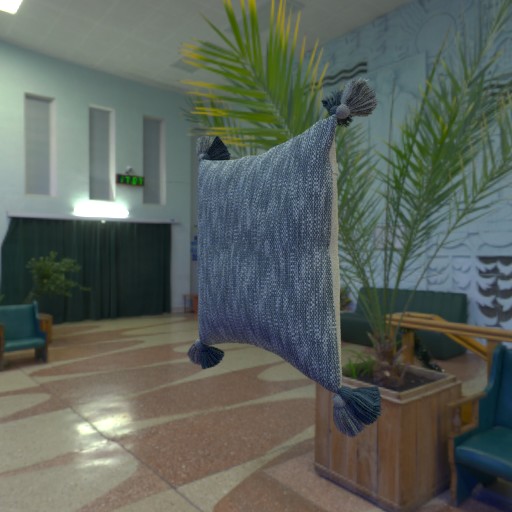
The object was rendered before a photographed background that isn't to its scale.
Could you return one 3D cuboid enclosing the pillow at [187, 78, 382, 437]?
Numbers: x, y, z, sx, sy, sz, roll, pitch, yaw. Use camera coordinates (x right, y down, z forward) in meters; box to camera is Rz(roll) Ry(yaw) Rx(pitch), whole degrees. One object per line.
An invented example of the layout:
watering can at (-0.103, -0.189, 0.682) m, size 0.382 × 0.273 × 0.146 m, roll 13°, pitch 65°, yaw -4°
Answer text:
pillow at (0.000, 0.000, 0.957) m, size 0.138 × 0.634 × 0.614 m, roll 0°, pitch 0°, yaw -37°
